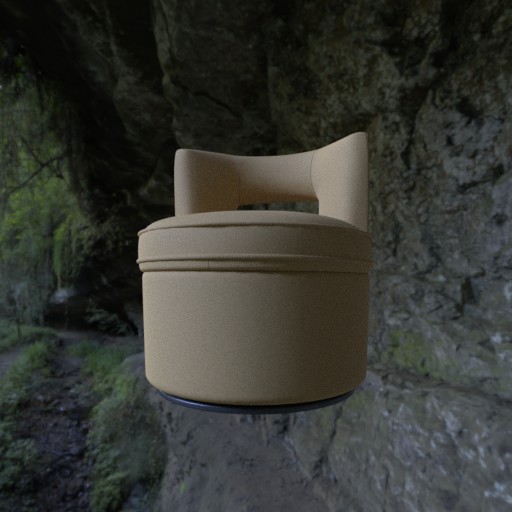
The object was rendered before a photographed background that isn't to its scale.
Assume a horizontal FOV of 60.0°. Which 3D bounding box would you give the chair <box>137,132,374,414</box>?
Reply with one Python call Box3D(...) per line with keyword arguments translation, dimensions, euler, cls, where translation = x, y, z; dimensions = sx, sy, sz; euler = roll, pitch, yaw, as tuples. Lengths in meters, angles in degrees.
Box3D(translation=(0.000, 0.000, 1.264), dimensions=(0.650, 0.723, 0.665), euler=(-1, -2, 18), cls="chair")
